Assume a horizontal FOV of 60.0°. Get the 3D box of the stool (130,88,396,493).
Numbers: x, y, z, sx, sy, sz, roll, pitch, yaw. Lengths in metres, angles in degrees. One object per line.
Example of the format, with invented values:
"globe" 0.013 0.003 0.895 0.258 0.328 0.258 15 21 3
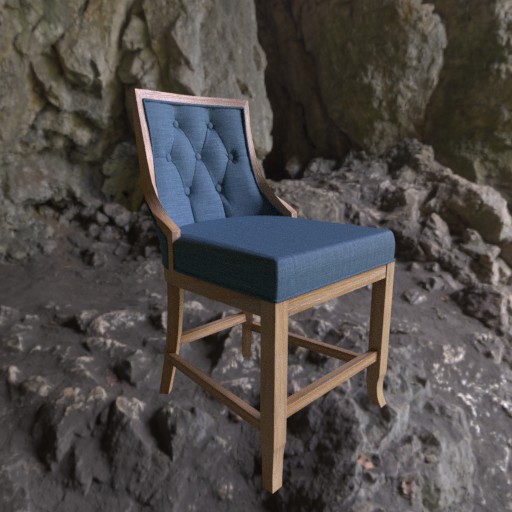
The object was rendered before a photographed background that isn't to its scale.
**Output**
"stool" 0.000 0.000 1.306 0.626 0.938 0.524 13 19 43
